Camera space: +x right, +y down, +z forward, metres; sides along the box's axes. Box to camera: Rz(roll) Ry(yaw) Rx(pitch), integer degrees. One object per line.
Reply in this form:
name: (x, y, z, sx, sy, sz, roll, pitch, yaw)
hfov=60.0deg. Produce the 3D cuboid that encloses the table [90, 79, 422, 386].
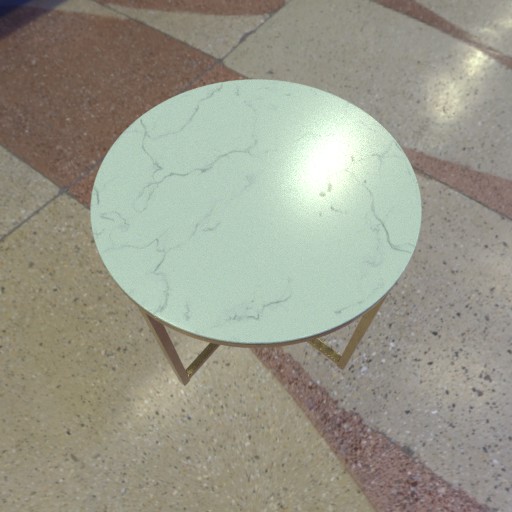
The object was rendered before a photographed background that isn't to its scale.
table: (0.000, 0.000, 0.860, 0.500, 0.420, 0.500, 0, 59, 0)
